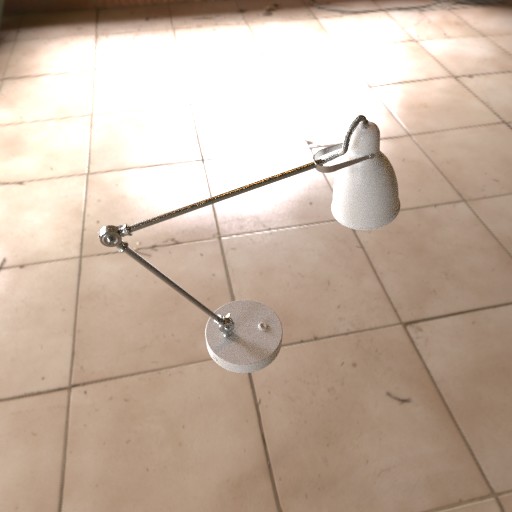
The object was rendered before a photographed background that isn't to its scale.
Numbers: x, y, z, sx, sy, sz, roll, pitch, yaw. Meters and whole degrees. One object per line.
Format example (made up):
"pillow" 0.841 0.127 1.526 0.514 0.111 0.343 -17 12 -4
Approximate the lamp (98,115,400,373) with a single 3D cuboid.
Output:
"lamp" 0.000 0.000 0.890 0.561 0.587 0.187 -10 47 -9
